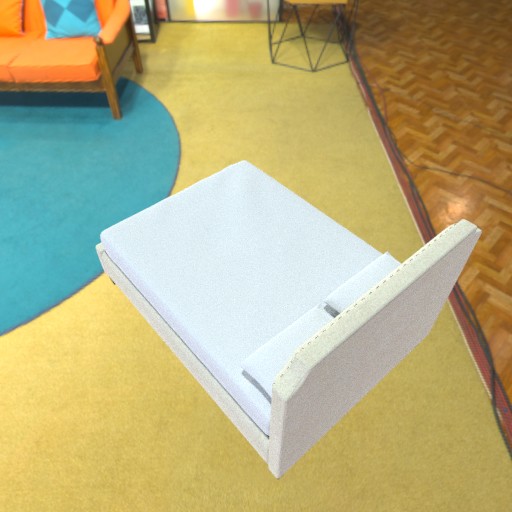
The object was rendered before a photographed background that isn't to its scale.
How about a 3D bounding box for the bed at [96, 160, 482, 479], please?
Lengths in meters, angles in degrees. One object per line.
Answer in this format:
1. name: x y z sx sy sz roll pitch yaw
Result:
1. bed: 0.000 0.000 3.450 1.713 1.457 2.381 -33 55 -26
